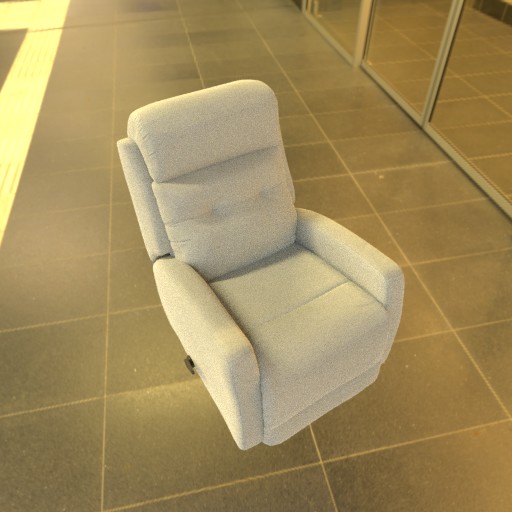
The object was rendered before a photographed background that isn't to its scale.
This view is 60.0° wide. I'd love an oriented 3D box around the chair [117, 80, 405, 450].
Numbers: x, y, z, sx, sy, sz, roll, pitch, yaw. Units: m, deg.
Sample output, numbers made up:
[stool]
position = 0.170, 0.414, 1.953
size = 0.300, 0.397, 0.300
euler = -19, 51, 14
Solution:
[chair]
position = 0.000, 0.000, 1.742
size = 0.798, 1.013, 1.043
euler = -23, 49, -22
